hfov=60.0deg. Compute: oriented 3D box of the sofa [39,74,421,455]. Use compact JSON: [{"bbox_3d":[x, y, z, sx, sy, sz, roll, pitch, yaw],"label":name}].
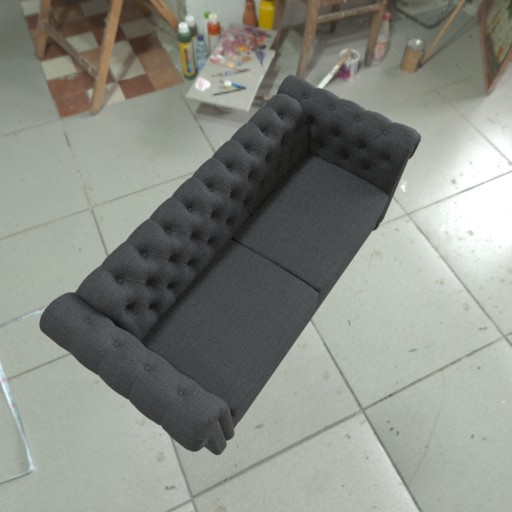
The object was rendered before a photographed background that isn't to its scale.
[{"bbox_3d":[0.000,0.000,2.224,0.783,0.797,1.798,31,64,17],"label":"sofa"}]
